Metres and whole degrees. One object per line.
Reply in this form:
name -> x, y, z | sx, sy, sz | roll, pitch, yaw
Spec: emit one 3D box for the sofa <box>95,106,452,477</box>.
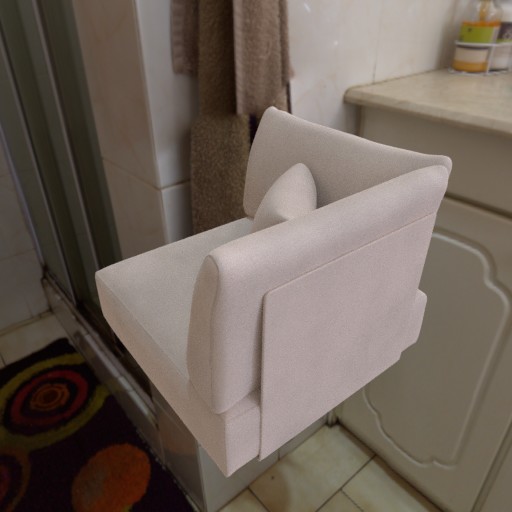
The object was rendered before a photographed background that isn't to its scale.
sofa -> 0.000, 0.000, 1.701 | 1.000, 0.820, 1.000 | -23, 38, -32
